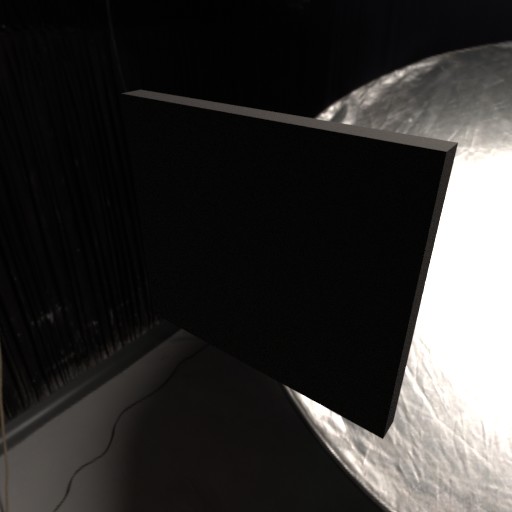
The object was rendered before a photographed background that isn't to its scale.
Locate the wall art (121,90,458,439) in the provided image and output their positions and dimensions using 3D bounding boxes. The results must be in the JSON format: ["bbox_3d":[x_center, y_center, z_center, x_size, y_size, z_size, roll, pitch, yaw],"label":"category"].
[{"bbox_3d":[0.000,0.000,0.525,0.381,0.330,0.031,21,36,31],"label":"wall art"}]
